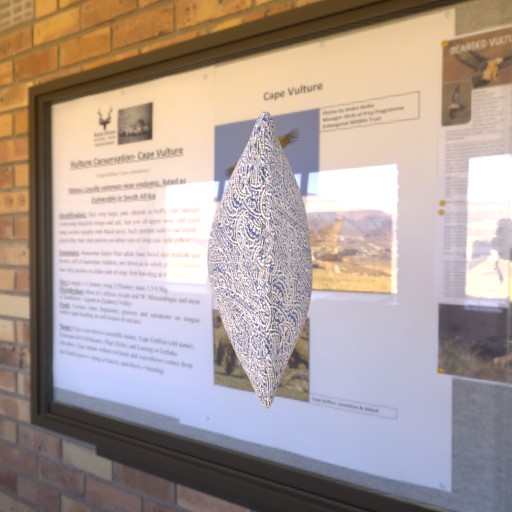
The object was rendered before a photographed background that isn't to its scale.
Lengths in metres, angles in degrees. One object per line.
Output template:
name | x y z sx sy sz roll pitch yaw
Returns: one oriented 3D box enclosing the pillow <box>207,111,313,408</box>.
pillow | 0.000 0.000 0.738 0.151 0.295 0.615 0 1 -1
